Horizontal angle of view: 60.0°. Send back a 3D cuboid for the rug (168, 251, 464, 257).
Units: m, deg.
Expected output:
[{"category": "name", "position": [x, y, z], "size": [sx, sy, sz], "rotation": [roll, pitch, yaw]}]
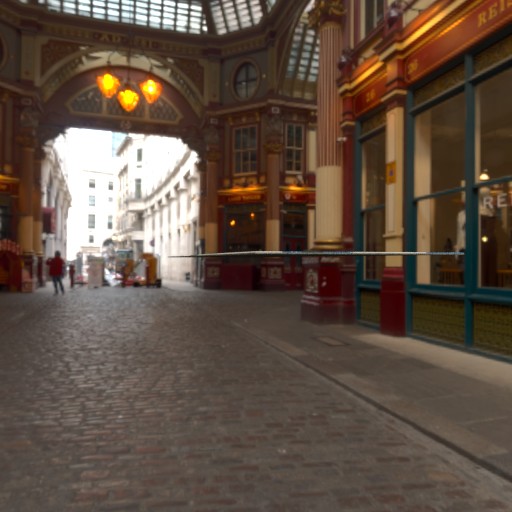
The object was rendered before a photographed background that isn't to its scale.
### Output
[{"category": "rug", "position": [0.000, 0.000, 2.597], "size": [0.774, 0.008, 2.437], "rotation": [0, 0, -17]}]
